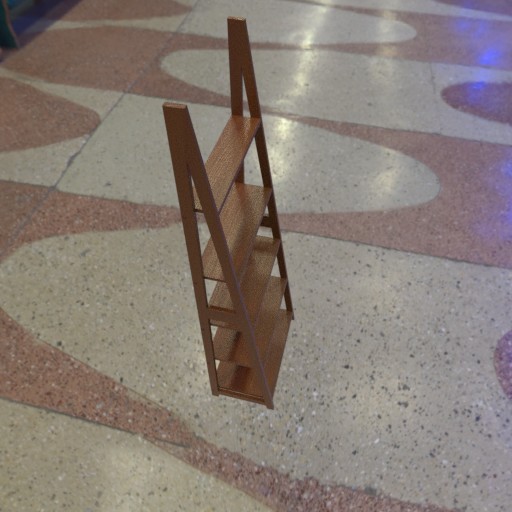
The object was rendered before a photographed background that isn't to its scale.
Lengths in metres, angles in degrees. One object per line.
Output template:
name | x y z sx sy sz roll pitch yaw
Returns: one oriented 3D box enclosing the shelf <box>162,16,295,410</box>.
shelf | 0.000 0.000 2.007 0.356 1.780 0.630 11 49 9
